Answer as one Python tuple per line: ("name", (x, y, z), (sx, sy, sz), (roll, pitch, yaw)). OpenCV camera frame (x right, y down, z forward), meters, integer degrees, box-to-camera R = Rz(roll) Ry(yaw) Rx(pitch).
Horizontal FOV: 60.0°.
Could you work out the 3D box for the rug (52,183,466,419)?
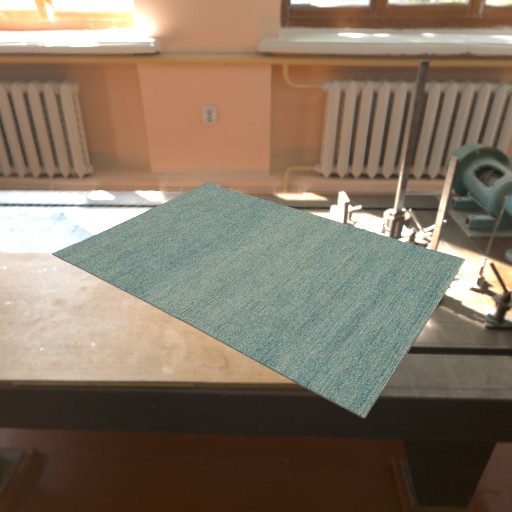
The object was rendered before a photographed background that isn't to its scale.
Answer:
("rug", (0.000, 0.000, 2.981), (2.305, 0.029, 1.593), (21, 37, 31))
